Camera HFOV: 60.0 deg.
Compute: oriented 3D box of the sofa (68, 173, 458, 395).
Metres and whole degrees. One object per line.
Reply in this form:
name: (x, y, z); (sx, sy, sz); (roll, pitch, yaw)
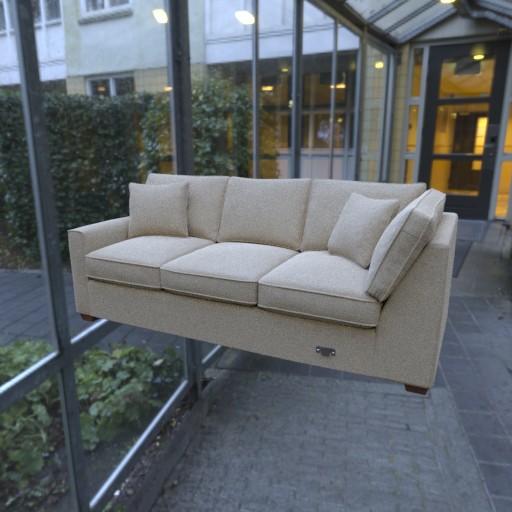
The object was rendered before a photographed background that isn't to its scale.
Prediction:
sofa: (0.000, 0.000, 2.875); (2.317, 0.962, 1.061); (7, 16, 25)
